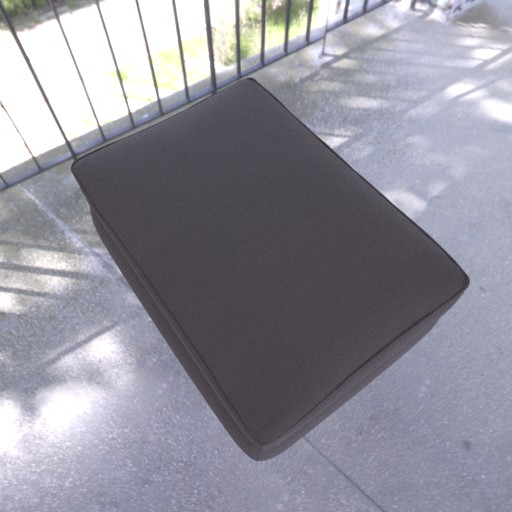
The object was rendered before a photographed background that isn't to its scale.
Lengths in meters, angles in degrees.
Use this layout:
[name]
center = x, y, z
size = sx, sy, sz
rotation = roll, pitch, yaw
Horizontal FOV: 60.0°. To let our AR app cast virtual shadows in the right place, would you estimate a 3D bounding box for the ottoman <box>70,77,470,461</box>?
[ottoman]
center = 0.000, 0.000, 0.960
size = 0.508, 0.406, 0.686
rotation = -32, 65, -17
